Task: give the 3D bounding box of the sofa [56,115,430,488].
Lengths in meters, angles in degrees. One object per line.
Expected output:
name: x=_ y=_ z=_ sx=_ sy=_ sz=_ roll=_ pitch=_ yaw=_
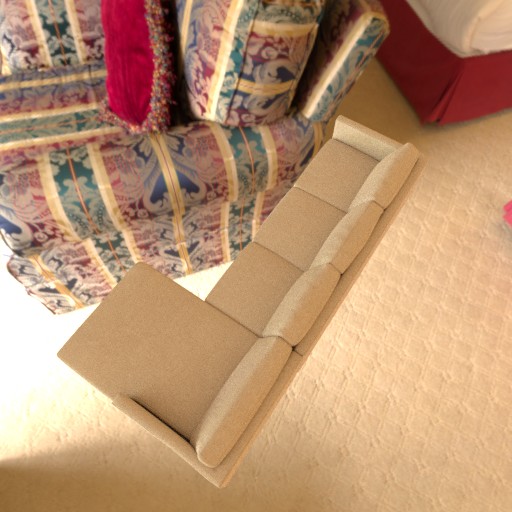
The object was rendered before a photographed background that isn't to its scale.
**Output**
sofa: x=0.000 y=0.000 z=3.791 sx=1.625 sy=0.846 sz=3.186 roll=31 pitch=68 yaw=15
